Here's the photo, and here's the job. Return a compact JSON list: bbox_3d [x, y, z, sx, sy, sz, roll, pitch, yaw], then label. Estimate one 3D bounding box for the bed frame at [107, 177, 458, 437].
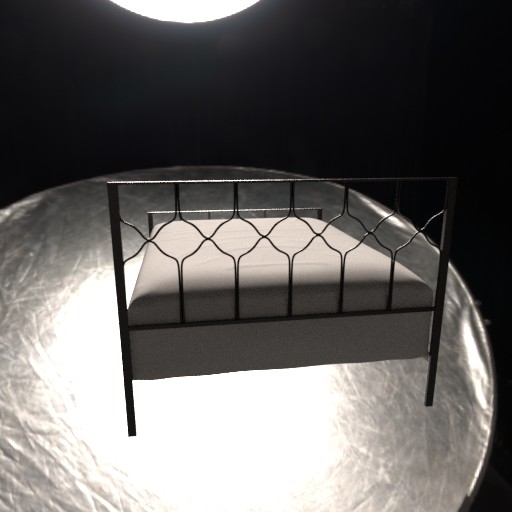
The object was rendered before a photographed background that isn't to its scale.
[{"bbox_3d":[0.000,0.000,3.104,1.597,1.222,2.063,-2,15,-9],"label":"bed frame"}]
